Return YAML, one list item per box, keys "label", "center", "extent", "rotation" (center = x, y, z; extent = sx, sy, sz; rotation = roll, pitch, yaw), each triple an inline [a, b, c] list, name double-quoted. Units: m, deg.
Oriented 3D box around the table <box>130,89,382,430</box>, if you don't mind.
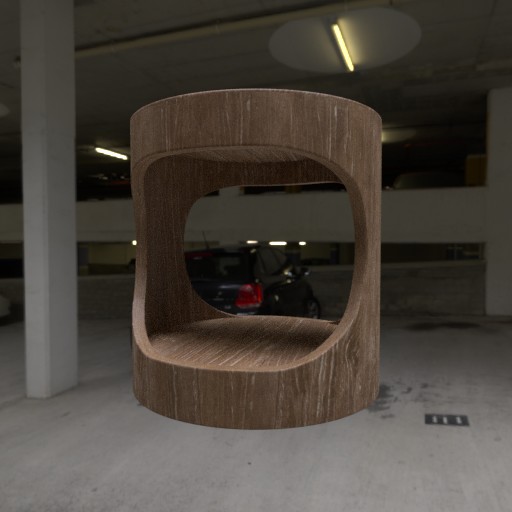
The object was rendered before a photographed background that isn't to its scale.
- label: "table"
  center: [0.000, 0.000, 0.976]
  extent: [0.527, 0.551, 0.527]
  rotation: [0, 2, 0]
